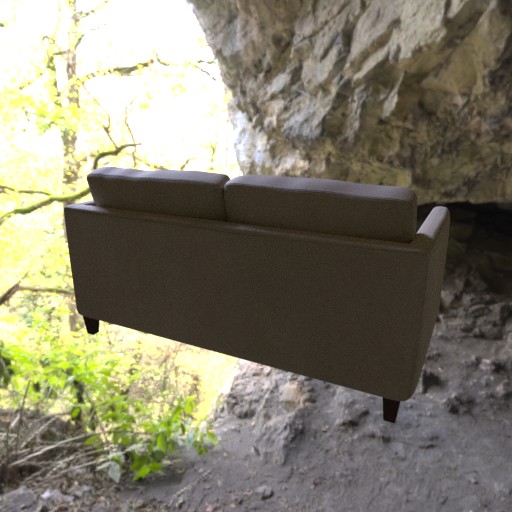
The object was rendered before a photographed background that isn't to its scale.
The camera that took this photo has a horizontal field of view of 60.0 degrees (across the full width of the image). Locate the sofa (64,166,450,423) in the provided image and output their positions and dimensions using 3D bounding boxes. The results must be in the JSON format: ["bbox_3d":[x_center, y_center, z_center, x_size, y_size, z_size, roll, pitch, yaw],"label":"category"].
[{"bbox_3d":[0.000,0.000,2.398,1.846,0.940,0.950,9,19,26],"label":"sofa"}]
